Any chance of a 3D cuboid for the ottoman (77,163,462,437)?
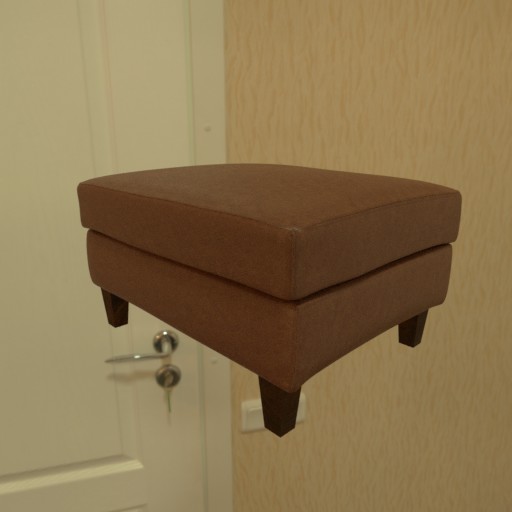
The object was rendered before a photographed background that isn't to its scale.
[{"bbox_3d":[0.000,0.000,1.226,0.650,0.485,0.851,-15,22,-42],"label":"ottoman"}]
